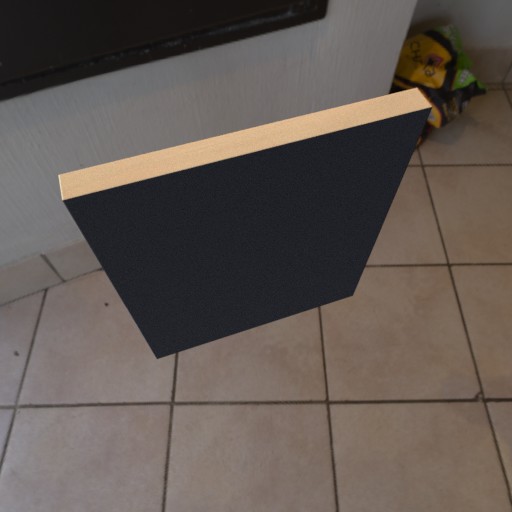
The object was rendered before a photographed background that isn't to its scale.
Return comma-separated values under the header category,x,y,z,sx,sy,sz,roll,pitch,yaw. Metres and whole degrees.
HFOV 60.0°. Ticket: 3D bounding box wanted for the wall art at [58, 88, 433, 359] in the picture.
category,x,y,z,sx,sy,sz,roll,pitch,yaw
wall art,0.000,0.000,0.720,0.435,0.511,0.037,-16,60,-10
